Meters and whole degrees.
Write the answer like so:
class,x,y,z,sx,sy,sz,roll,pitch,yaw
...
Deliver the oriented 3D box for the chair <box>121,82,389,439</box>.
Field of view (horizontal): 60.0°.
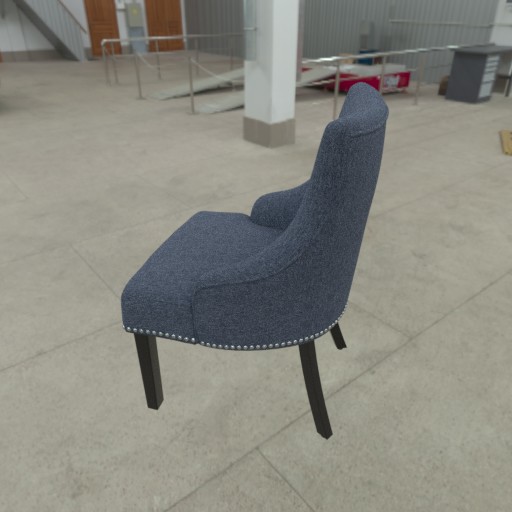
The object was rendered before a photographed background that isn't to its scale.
class,x,y,z,sx,sy,sz,roll,pitch,yaw
chair,0.000,0.000,1.294,0.629,0.909,0.566,8,31,14
